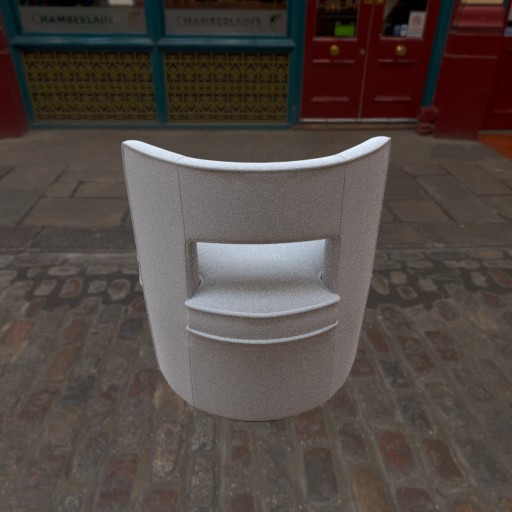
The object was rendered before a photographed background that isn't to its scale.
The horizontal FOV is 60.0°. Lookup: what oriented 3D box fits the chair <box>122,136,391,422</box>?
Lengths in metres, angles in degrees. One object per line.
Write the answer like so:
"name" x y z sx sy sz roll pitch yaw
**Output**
"chair" 0.000 0.000 1.255 0.650 0.723 0.665 -2 29 -3
